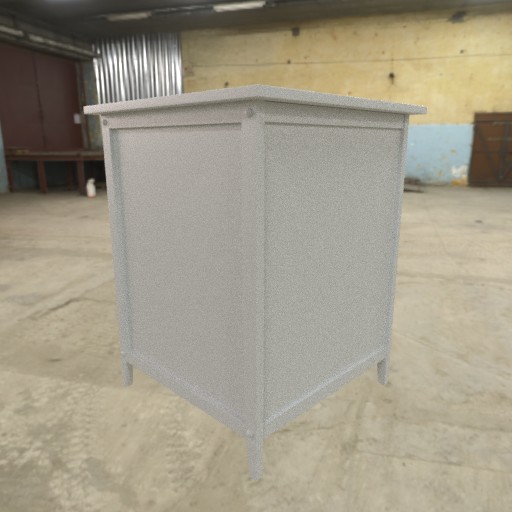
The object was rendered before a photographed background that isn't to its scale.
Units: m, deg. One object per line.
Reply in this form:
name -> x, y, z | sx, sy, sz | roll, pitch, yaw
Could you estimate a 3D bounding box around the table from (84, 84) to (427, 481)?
table -> 0.000, 0.000, 0.752 | 0.381, 0.483, 0.381 | 14, 20, 43
